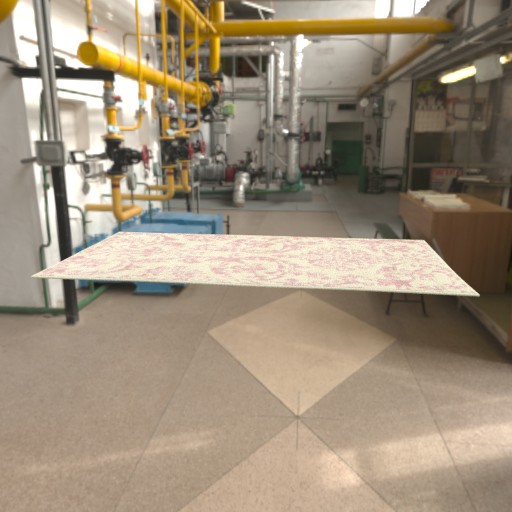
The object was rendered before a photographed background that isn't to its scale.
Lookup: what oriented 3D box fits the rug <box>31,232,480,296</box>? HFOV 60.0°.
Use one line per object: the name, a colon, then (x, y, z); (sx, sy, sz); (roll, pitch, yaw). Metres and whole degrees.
rug: (0.000, 0.000, 1.478); (1.219, 0.007, 0.604); (2, 16, 7)
